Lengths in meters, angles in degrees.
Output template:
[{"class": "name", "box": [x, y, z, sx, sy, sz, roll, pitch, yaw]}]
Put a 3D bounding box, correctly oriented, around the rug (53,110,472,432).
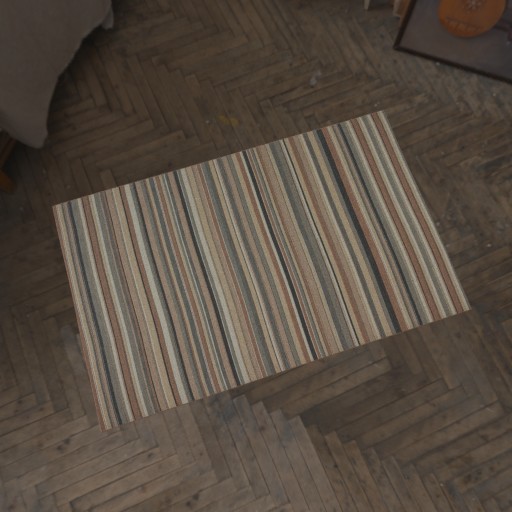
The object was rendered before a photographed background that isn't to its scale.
[{"class": "rug", "box": [0.000, 0.000, 2.942, 2.438, 0.014, 1.523, -17, 76, -4]}]
